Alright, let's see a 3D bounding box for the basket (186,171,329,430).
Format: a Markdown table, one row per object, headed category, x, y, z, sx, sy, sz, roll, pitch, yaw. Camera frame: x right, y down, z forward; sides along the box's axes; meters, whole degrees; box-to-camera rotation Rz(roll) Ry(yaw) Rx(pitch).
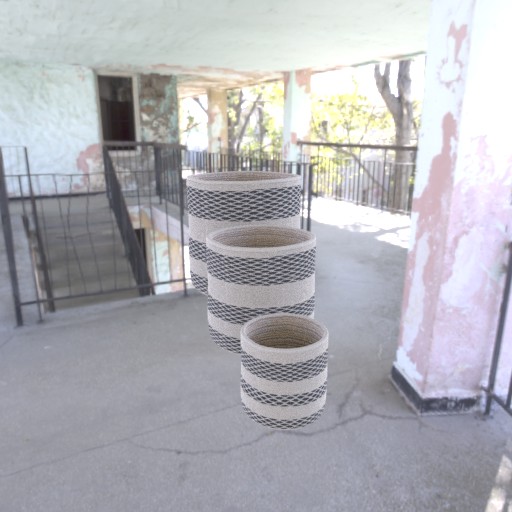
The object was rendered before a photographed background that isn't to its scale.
| category | x | y | z | sx | sy | sz | roll | pitch | yaw |
| --- | --- | --- | --- | --- | --- | --- | --- | --- | --- |
| basket | 0.000 | 0.000 | 1.121 | 0.351 | 0.356 | 0.917 | -2 | 16 | -7 |
